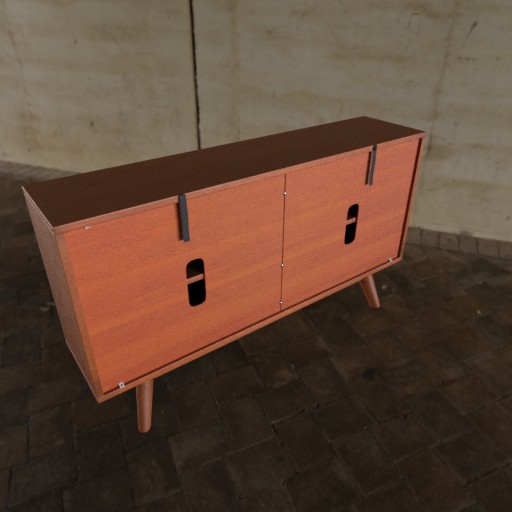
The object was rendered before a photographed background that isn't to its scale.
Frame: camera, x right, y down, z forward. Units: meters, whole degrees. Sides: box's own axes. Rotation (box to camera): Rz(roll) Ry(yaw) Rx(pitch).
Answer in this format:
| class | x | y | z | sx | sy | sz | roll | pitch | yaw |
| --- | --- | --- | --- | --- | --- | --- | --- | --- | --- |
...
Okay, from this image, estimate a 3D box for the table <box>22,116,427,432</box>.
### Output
| class | x | y | z | sx | sy | sz | roll | pitch | yaw |
| --- | --- | --- | --- | --- | --- | --- | --- | --- | --- |
| table | 0.000 | 0.000 | 1.473 | 1.220 | 0.698 | 0.308 | -20 | 36 | -30 |
